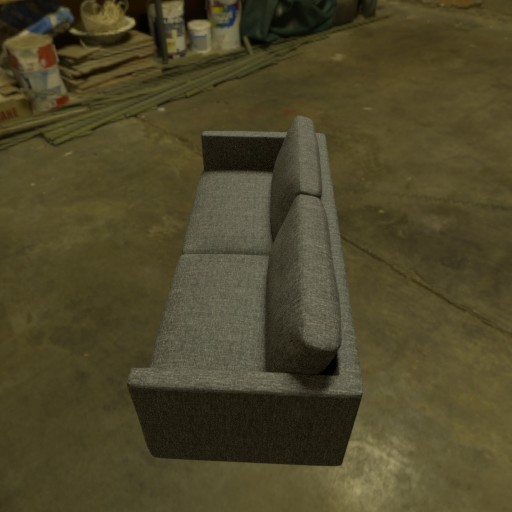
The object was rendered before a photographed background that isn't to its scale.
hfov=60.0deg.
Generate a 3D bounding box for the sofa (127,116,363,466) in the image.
[{"bbox_3d":[0.000,0.000,2.689,0.948,0.960,2.208,2,42,2],"label":"sofa"}]
